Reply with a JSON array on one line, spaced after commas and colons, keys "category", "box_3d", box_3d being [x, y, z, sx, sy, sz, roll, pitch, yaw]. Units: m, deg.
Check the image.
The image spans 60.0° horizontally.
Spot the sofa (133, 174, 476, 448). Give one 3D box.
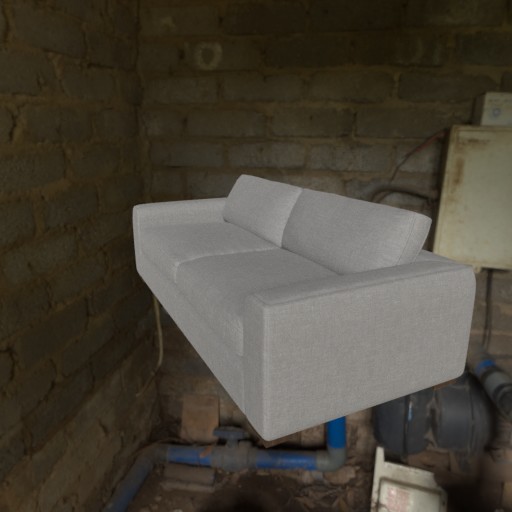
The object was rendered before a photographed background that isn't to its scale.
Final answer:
[{"category": "sofa", "box_3d": [0.000, 0.000, 2.694, 1.070, 0.801, 2.262, -8, 18, -25]}]
